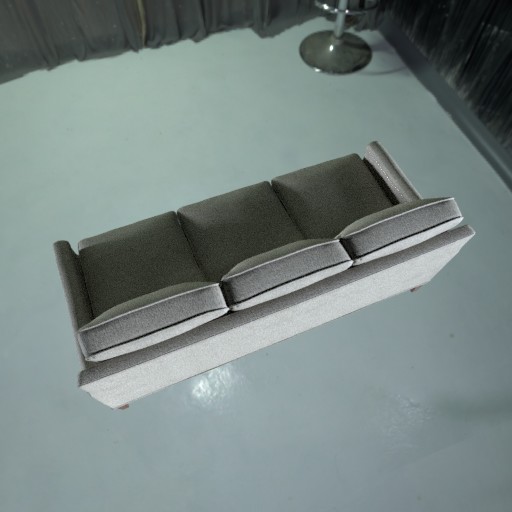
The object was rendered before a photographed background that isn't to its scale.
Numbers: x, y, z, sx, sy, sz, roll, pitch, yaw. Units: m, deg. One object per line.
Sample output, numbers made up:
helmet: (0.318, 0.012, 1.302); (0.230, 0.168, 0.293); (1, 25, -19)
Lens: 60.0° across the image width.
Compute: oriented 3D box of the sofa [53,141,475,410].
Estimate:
sofa: (0.000, 0.000, 2.739); (2.246, 1.003, 1.084); (-20, 60, -12)
